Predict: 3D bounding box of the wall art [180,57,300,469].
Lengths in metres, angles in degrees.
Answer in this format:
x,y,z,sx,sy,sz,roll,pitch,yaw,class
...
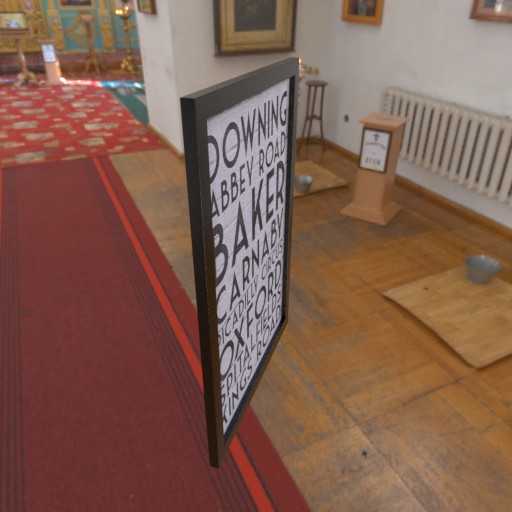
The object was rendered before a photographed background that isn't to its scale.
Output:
x,y,z,sx,sy,sz,roll,pitch,yaw,class
0.000,0.000,0.559,0.013,0.432,0.304,10,31,17,wall art
